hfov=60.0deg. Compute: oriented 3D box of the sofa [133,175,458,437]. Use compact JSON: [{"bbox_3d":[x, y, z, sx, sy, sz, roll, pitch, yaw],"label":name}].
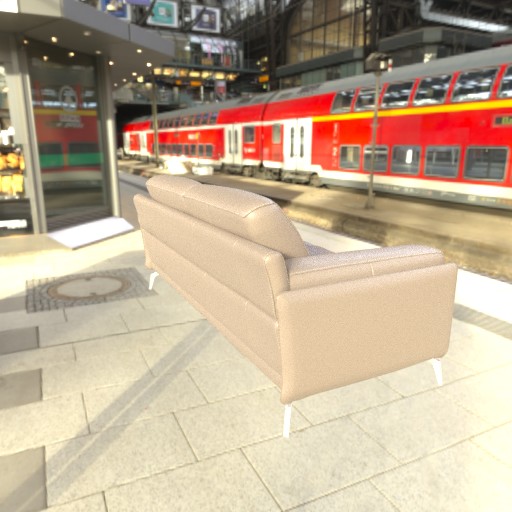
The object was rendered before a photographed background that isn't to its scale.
[{"bbox_3d":[0.000,0.000,2.660,1.049,0.930,2.101,-8,16,-27],"label":"sofa"}]
